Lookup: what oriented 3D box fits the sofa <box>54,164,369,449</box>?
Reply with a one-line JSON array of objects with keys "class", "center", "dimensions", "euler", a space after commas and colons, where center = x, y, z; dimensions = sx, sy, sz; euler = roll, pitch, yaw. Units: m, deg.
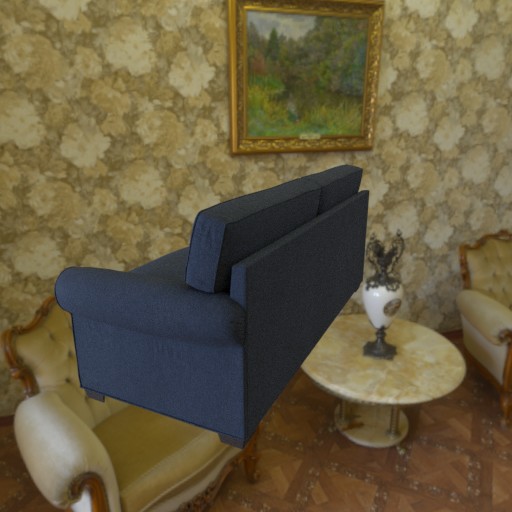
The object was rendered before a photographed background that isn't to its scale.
[{"class": "sofa", "center": [0.000, 0.000, 2.841], "dimensions": [0.954, 1.026, 2.391], "euler": [8, 18, 24]}]
